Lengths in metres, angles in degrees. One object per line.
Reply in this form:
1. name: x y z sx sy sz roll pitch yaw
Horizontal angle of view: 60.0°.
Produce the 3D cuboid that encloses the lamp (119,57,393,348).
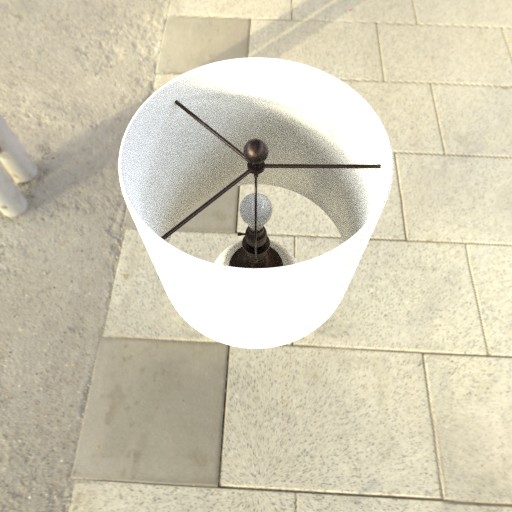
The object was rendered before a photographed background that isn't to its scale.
1. lamp: 0.000 0.000 0.771 0.328 0.570 0.328 0 62 0
